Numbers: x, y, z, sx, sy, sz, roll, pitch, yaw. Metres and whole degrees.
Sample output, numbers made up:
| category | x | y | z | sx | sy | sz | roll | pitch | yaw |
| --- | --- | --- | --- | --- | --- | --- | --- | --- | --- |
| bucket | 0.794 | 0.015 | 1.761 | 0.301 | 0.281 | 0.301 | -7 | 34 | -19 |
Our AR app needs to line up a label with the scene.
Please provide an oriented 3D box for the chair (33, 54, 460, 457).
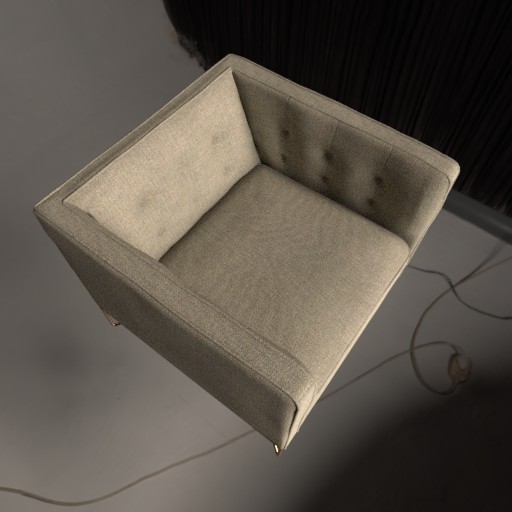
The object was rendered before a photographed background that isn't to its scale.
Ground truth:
| category | x | y | z | sx | sy | sz | roll | pitch | yaw |
| --- | --- | --- | --- | --- | --- | --- | --- | --- | --- |
| chair | 0.000 | 0.000 | 1.601 | 0.912 | 0.799 | 0.920 | 32 | 63 | 18 |
